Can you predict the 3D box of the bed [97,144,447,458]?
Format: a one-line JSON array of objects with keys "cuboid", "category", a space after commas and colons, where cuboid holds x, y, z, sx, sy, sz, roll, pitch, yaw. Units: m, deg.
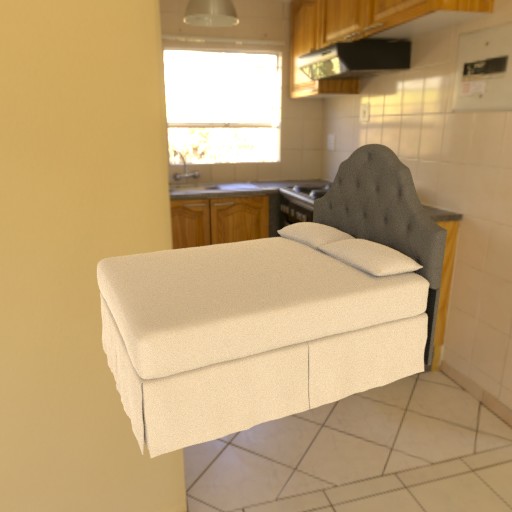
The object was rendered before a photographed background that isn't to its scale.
[{"cuboid": [0.000, 0.000, 3.274, 2.155, 1.575, 1.636, -8, 18, -25], "category": "bed"}]
